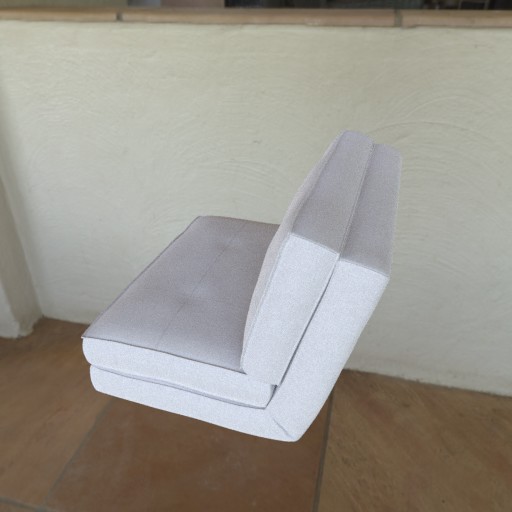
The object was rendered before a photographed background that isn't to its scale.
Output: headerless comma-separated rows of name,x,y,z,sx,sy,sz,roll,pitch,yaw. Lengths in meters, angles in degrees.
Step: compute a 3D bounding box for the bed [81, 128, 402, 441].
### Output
bed,0.000,0.000,1.324,0.749,0.614,0.799,9,32,15
